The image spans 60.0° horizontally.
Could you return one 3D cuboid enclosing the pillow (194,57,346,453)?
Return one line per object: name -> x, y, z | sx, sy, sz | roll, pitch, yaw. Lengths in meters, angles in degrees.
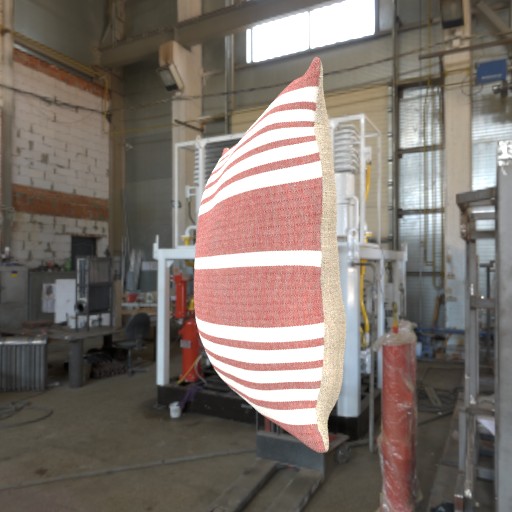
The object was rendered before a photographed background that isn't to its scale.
pillow -> 0.000, 0.000, 0.669 | 0.182, 0.427, 0.439 | 0, -1, -17
